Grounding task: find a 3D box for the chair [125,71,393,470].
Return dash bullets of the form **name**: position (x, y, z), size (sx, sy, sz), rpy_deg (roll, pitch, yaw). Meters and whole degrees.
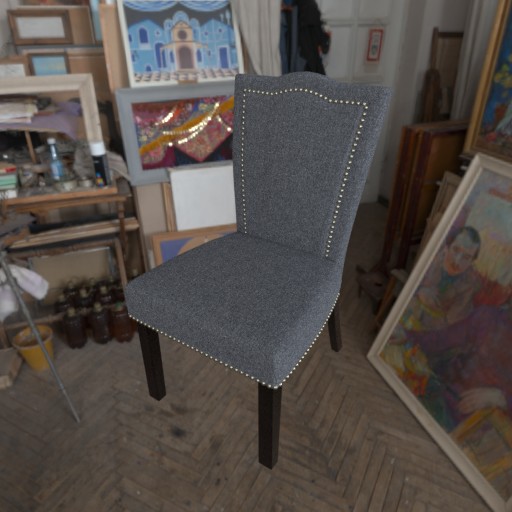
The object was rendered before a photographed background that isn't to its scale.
- **chair**: position (0.000, 0.000, 1.290), size (0.518, 0.946, 0.589), rpy_deg (19, 34, 29)
